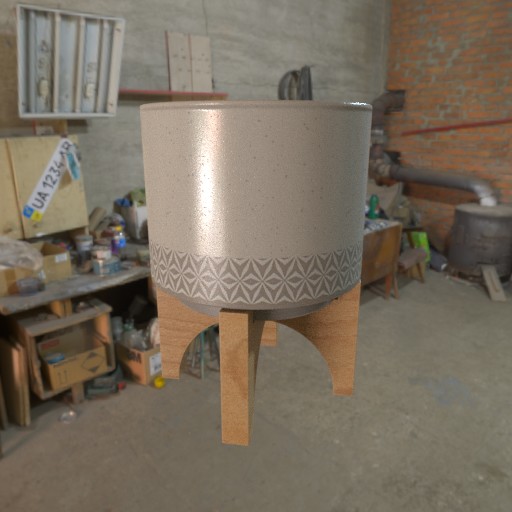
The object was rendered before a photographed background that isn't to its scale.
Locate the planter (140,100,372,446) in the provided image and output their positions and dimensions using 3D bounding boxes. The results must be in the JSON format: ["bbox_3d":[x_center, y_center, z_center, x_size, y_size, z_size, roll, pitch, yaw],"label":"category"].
[{"bbox_3d":[0.000,0.000,0.279,0.130,0.178,0.130,0,16,0],"label":"planter"}]
